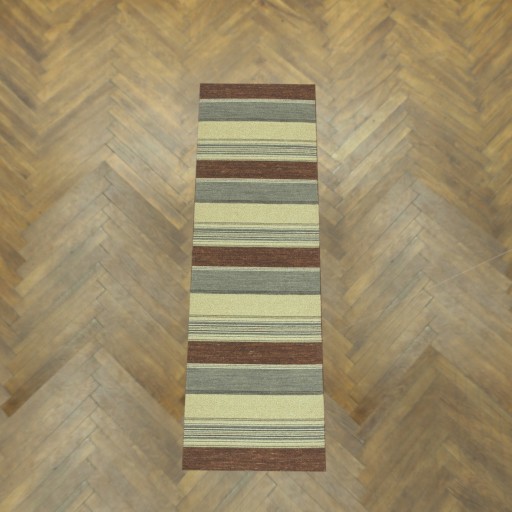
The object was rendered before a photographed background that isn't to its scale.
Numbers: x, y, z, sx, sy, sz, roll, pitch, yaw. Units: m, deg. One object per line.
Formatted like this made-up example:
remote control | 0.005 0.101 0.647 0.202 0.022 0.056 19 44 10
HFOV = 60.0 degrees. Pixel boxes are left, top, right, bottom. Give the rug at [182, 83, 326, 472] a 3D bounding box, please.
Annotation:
rug | 0.000 0.000 2.739 0.792 0.006 2.437 1 76 0
